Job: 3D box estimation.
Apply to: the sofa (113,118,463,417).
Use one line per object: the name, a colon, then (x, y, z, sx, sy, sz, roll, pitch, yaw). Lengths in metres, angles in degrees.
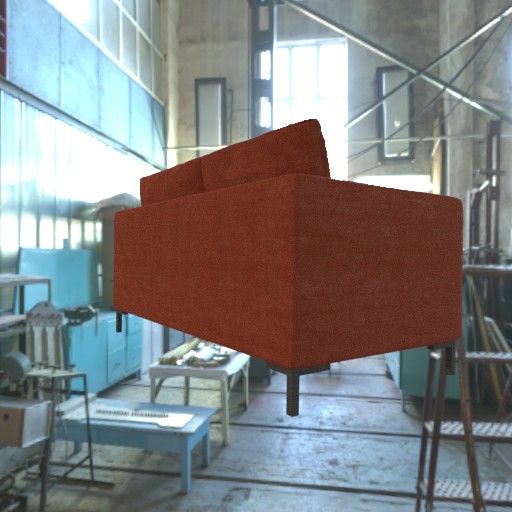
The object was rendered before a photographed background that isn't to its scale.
sofa: (0.000, 0.000, 2.068, 0.864, 0.896, 1.574, 0, 0, -35)
